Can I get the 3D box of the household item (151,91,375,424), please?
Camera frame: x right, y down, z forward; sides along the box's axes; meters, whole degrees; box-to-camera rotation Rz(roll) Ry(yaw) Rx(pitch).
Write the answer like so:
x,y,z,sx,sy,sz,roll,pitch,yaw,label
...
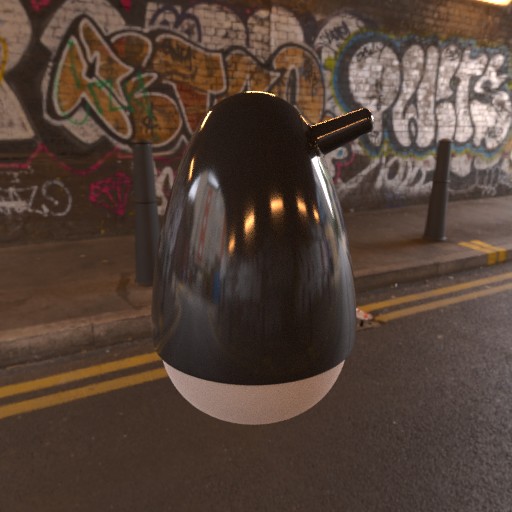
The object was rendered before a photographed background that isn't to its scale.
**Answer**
x,y,z,sx,sy,sz,roll,pitch,yaw,label
0.000,0.000,0.217,0.104,0.152,0.102,3,15,10,household item
